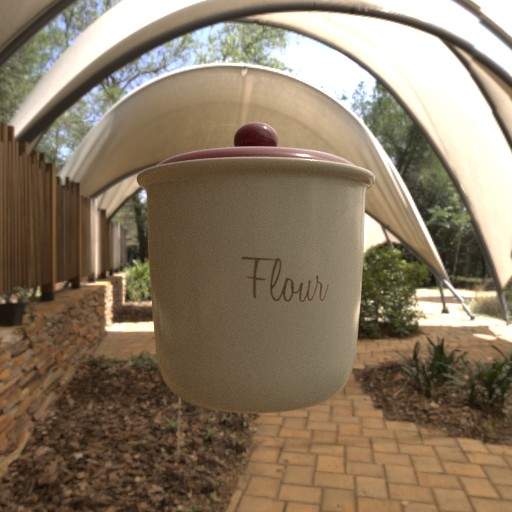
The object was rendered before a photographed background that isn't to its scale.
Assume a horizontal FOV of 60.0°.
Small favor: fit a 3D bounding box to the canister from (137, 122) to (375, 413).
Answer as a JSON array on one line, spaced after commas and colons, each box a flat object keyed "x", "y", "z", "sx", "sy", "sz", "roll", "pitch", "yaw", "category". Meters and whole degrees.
[{"x": 0.000, "y": 0.000, "z": 0.350, "sx": 0.182, "sy": 0.208, "sz": 0.182, "roll": 0, "pitch": 1, "yaw": 0, "category": "canister"}]
